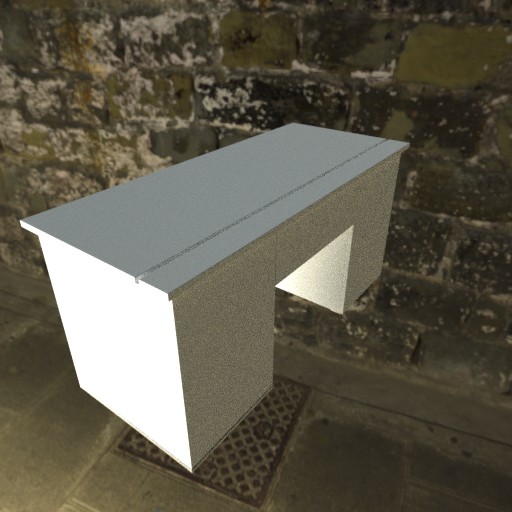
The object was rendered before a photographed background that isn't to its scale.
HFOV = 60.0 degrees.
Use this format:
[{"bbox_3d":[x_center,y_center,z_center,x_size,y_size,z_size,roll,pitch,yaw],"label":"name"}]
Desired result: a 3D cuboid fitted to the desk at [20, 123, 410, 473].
[{"bbox_3d":[0.000,0.000,1.955,0.670,0.760,1.580,21,36,31],"label":"desk"}]
